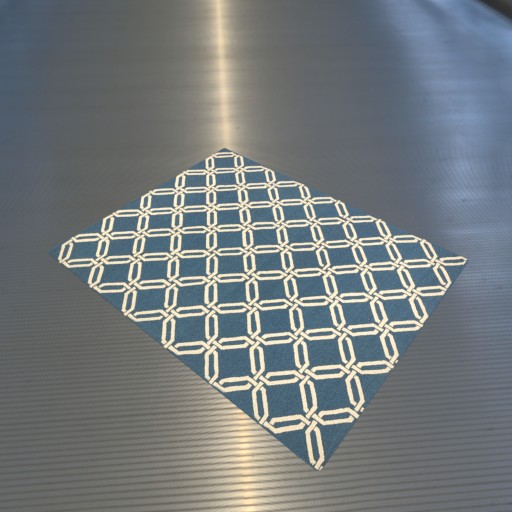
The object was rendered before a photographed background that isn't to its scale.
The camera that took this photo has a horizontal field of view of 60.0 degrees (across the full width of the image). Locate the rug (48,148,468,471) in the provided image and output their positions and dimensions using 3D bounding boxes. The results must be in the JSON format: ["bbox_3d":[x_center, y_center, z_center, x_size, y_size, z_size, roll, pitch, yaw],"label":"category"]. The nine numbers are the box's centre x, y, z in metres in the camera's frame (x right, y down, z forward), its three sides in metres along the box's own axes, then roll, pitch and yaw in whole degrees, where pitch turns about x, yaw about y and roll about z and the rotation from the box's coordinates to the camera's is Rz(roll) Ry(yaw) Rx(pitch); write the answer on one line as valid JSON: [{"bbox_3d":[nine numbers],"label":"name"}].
[{"bbox_3d":[0.000,0.000,3.829,2.867,0.020,2.277,30,52,27],"label":"rug"}]
